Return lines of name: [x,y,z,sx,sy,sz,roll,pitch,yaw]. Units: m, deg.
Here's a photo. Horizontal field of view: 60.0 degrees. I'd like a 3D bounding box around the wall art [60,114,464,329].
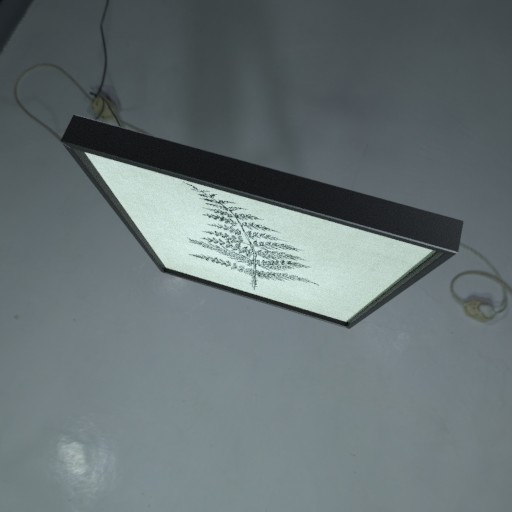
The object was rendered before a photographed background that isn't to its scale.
wall art: [0.000,0.000,0.749,0.449,0.555,0.039,16,73,5]
